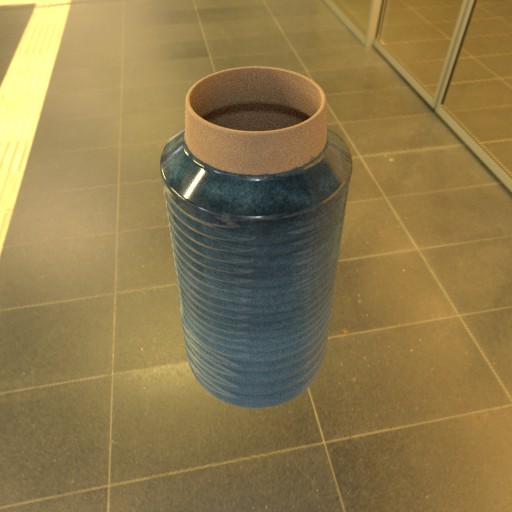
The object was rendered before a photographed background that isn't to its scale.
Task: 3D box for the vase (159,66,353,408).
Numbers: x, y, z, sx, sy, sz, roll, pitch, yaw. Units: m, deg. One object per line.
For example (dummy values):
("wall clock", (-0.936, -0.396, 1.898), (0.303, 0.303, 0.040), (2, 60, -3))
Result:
("vase", (0.000, 0.000, 0.416), (0.163, 0.316, 0.163), (0, 46, 0))
